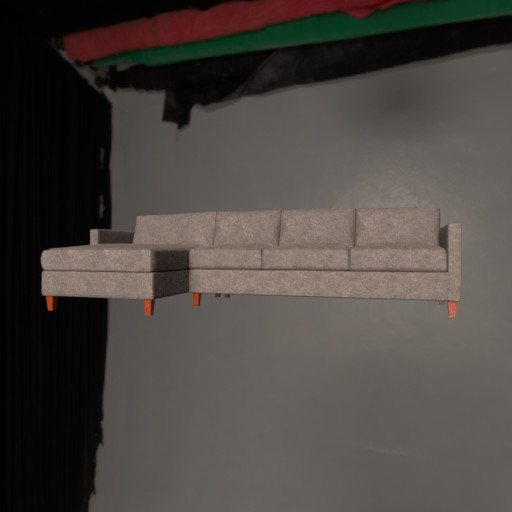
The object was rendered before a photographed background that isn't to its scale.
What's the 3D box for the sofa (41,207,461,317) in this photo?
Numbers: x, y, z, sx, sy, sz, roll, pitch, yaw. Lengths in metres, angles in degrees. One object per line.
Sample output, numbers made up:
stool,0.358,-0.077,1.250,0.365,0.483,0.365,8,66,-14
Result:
sofa,0.000,0.000,4.105,3.471,0.954,1.606,0,1,18
